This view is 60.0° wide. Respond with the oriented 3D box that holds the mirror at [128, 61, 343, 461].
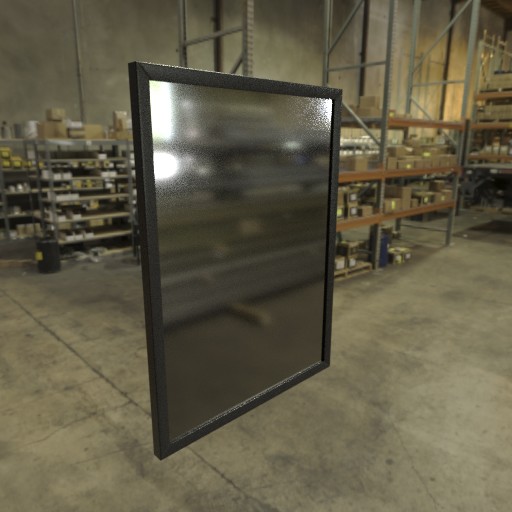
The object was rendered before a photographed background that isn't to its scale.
[{"bbox_3d":[0.000,0.000,1.357,0.762,1.016,0.040,-13,20,-42],"label":"mirror"}]
